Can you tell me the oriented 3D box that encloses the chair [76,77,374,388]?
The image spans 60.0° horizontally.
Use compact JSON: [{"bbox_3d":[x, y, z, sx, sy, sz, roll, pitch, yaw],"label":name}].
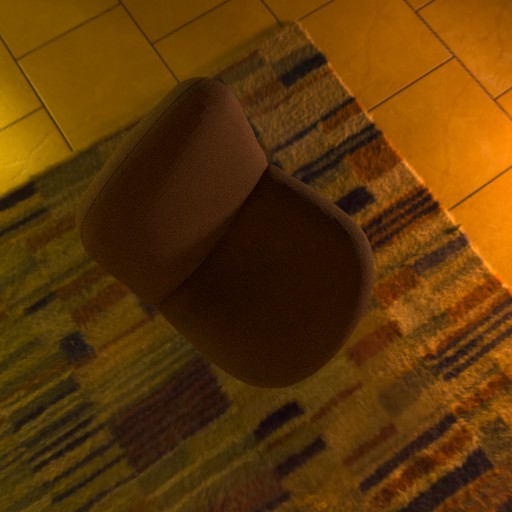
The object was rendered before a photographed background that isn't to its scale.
[{"bbox_3d":[0.000,0.000,1.028,0.597,0.594,0.521,35,80,7],"label":"chair"}]
